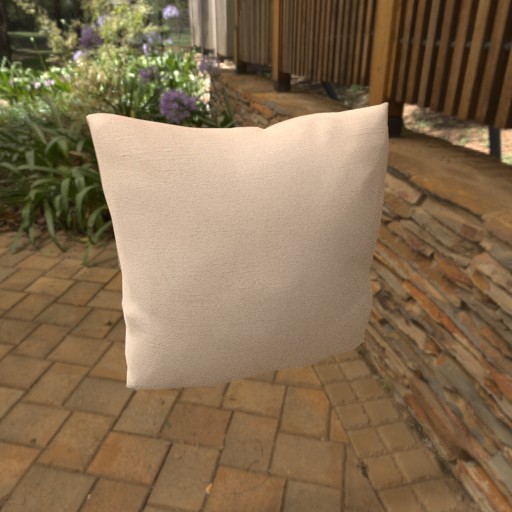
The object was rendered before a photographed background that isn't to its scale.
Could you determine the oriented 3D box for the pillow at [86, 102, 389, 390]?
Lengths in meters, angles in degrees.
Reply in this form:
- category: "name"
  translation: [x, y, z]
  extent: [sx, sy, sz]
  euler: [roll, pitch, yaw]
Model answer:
- category: "pillow"
  translation: [0.000, 0.000, 0.700]
  extent: [0.450, 0.448, 0.245]
  euler: [-8, 27, -16]
